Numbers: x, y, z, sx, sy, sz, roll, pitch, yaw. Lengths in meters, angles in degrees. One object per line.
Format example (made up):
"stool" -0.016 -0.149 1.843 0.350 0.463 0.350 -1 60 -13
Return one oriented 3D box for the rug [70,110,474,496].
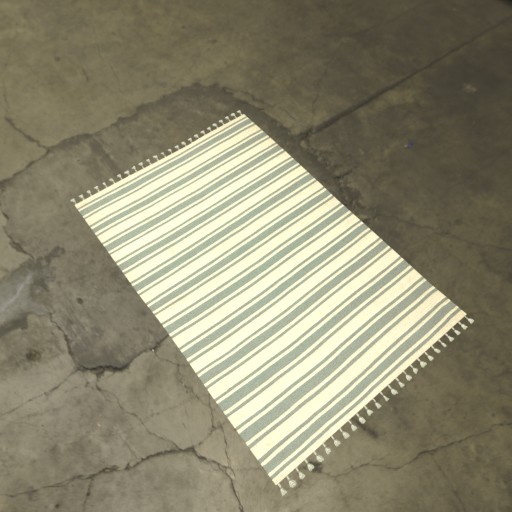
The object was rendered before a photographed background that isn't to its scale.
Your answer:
"rug" 0.000 0.000 2.967 1.539 0.011 2.410 -34 65 -19
